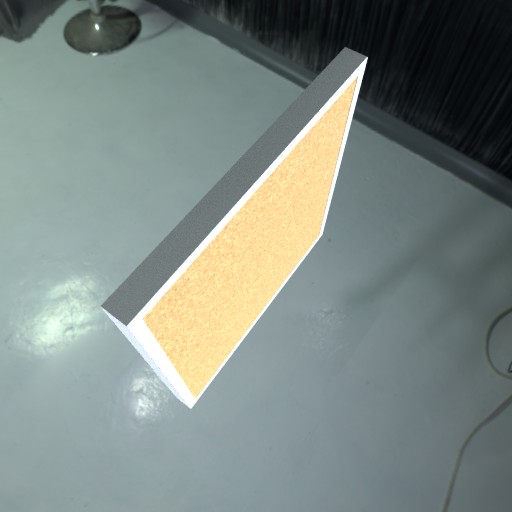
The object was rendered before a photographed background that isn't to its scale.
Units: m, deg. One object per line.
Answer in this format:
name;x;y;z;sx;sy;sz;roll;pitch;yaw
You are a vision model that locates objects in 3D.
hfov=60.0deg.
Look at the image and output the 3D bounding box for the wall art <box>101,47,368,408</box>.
wall art;0.000;0.000;0.778;0.038;0.505;0.506;32;67;16
